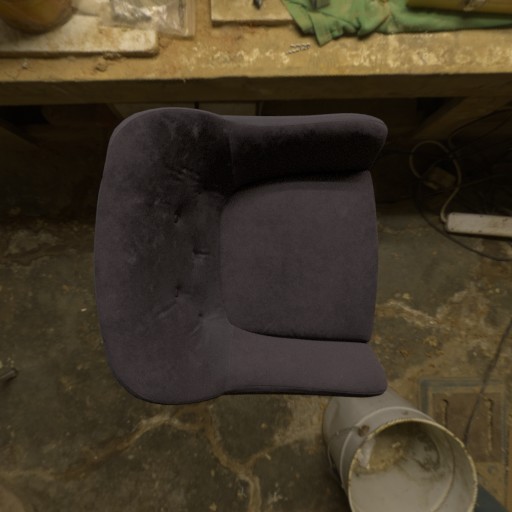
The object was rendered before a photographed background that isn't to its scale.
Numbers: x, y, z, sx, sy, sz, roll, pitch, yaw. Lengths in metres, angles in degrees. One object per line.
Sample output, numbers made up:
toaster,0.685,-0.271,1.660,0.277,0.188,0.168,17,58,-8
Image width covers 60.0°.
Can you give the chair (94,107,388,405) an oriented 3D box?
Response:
chair,0.000,0.000,1.487,0.819,0.807,0.840,0,90,-1
